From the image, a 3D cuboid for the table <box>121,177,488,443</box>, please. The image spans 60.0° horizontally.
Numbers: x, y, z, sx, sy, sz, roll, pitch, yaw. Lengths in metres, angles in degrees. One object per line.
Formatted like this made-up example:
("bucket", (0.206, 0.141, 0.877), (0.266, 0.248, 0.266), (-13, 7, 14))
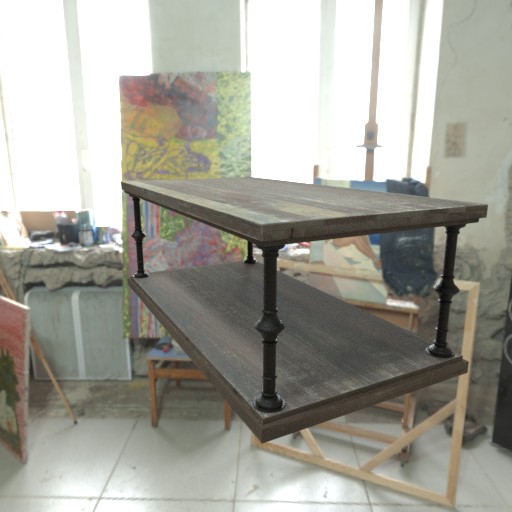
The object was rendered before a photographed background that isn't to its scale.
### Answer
("table", (0.000, 0.000, 1.341), (0.554, 0.399, 1.088), (-7, 15, -27))
